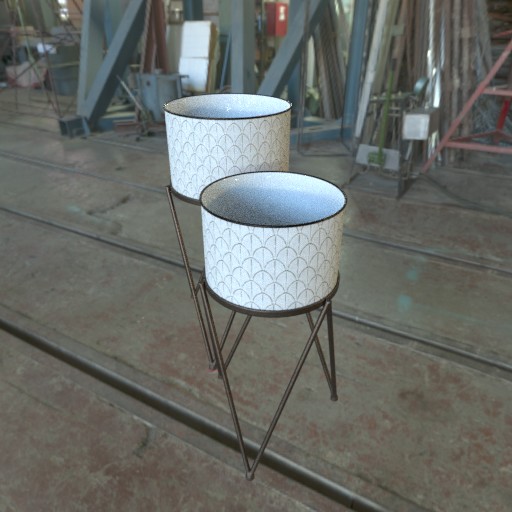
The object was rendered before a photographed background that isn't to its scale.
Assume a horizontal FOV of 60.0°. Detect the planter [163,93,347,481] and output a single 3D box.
[{"bbox_3d":[0.000,0.000,1.175,0.413,0.712,0.769,-8,30,-13],"label":"planter"}]
